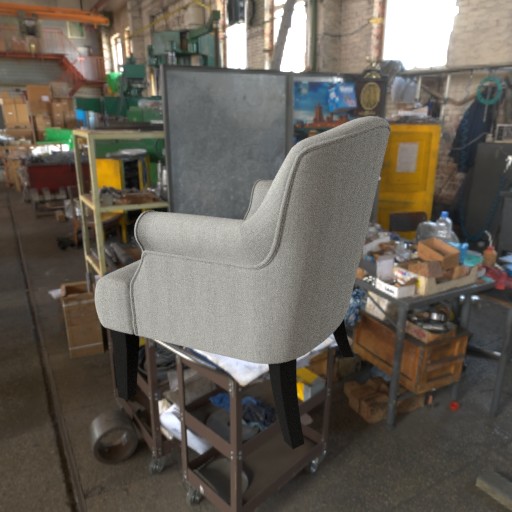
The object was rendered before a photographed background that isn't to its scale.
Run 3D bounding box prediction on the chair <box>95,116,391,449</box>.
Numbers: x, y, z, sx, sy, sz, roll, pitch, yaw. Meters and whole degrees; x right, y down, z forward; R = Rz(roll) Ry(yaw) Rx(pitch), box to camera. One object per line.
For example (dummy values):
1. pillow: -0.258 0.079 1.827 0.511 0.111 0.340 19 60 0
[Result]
1. chair: 0.000 0.000 1.460 0.755 0.880 0.772 9 20 25
